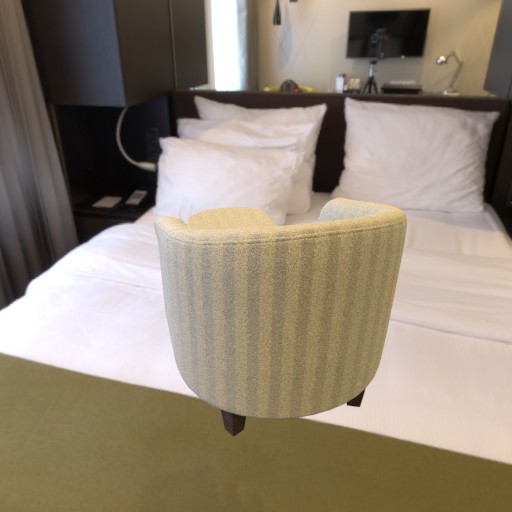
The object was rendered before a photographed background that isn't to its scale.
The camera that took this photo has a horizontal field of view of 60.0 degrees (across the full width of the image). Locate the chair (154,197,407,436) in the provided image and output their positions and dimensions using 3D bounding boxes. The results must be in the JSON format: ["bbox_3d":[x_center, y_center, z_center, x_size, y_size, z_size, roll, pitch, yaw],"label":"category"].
[{"bbox_3d":[0.000,0.000,1.754,0.756,0.757,1.288,-7,27,-15],"label":"chair"}]
